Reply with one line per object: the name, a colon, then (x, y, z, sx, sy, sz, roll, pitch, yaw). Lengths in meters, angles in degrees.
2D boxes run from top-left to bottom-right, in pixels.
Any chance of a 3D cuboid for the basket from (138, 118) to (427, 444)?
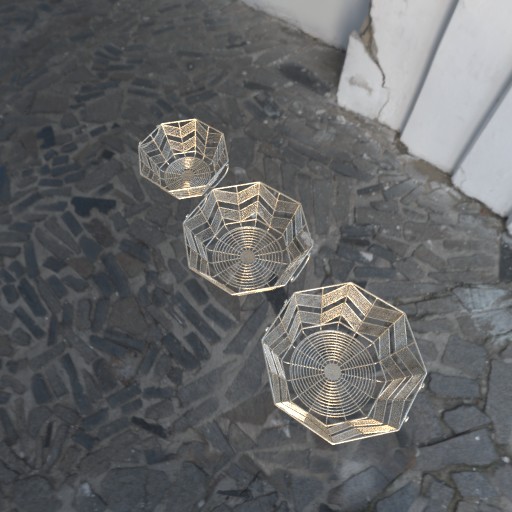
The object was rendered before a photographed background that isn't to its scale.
basket: (0.000, 0.000, 1.385, 0.432, 0.178, 1.246, -30, 66, -15)
